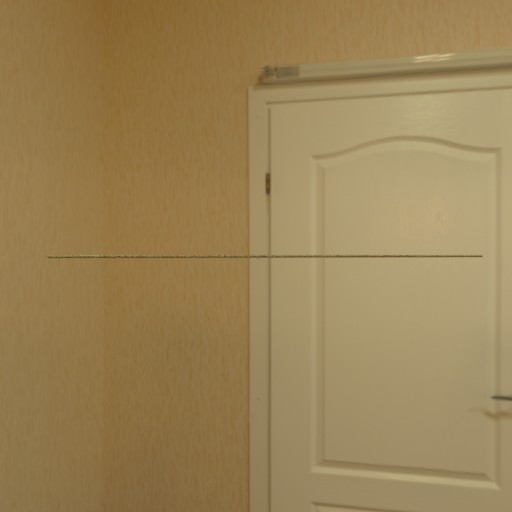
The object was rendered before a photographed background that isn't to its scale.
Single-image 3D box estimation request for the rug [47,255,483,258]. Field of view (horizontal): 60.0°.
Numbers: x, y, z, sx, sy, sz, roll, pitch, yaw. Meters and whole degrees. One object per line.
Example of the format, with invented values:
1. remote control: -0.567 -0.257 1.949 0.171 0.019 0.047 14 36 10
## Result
1. rug: 0.000 0.000 3.066 2.448 0.012 1.540 0 0 -18
